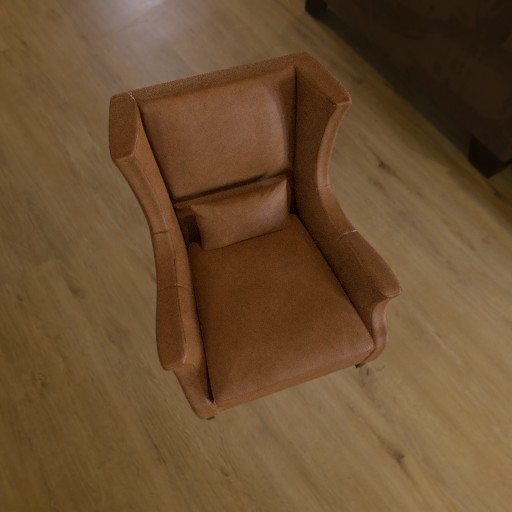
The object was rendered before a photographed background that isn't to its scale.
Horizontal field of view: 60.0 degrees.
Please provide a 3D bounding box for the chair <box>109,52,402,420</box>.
[{"bbox_3d":[0.000,0.000,1.676,0.852,1.016,0.925,-17,63,-9],"label":"chair"}]
